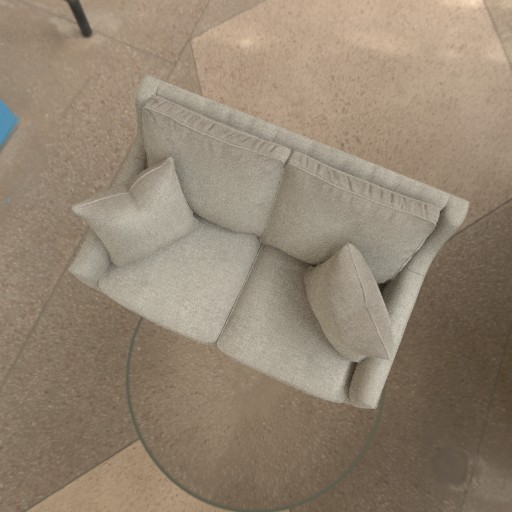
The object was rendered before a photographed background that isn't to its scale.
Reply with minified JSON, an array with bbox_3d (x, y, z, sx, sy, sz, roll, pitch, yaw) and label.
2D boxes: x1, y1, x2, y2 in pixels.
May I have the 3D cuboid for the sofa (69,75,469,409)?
[{"bbox_3d":[0.000,0.000,1.997,1.422,0.863,0.915,23,77,6],"label":"sofa"}]
